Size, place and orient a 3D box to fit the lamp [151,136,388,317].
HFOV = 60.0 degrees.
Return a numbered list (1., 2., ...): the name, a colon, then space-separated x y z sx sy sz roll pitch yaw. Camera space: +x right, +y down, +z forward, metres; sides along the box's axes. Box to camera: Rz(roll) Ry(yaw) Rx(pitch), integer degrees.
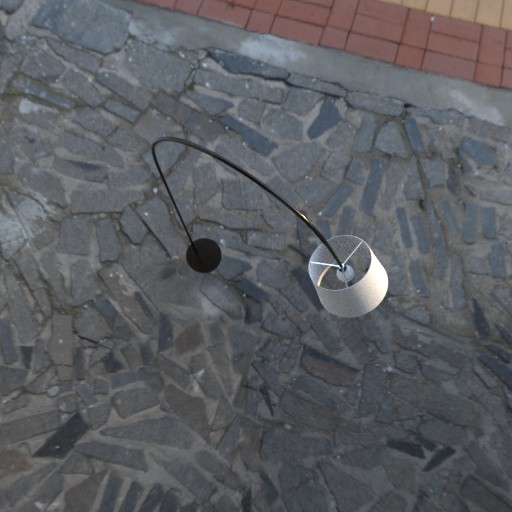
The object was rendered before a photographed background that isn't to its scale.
1. lamp: 0.000 0.000 2.689 1.363 2.104 0.331 33 77 9
